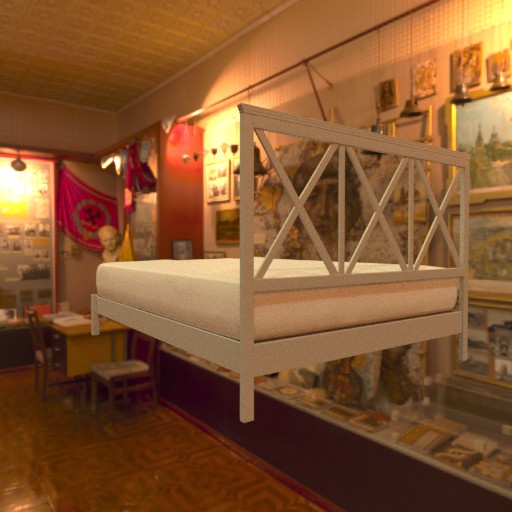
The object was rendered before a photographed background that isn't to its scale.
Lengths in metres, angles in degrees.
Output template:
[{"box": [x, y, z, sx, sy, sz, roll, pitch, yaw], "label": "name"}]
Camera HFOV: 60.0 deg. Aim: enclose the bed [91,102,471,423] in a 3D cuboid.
[{"box": [0.000, 0.000, 3.077, 1.673, 1.253, 2.135, -1, 2, -36], "label": "bed"}]
